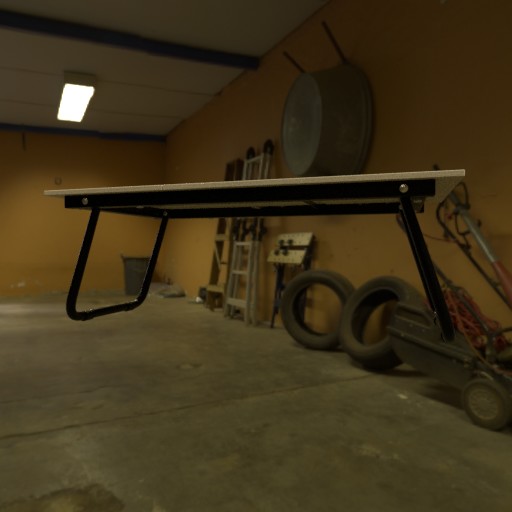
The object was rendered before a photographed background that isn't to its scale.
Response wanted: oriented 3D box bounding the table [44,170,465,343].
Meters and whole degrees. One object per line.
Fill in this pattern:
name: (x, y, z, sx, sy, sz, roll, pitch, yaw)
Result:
table: (0.000, 0.000, 0.796, 0.644, 0.242, 0.322, 0, 1, 18)
